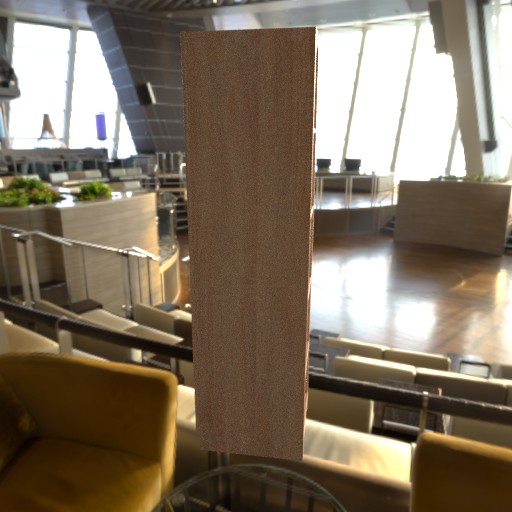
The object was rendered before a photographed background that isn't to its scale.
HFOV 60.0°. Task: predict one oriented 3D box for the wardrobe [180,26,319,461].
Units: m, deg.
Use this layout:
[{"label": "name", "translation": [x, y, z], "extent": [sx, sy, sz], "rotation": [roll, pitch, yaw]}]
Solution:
[{"label": "wardrobe", "translation": [0.000, 0.000, 2.385], "extent": [0.588, 2.117, 0.496], "rotation": [2, 15, 9]}]
